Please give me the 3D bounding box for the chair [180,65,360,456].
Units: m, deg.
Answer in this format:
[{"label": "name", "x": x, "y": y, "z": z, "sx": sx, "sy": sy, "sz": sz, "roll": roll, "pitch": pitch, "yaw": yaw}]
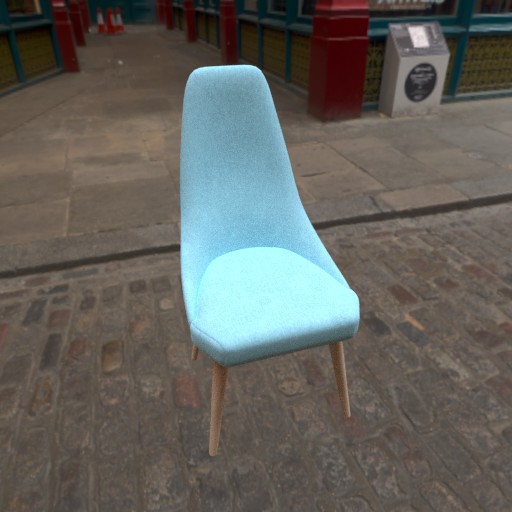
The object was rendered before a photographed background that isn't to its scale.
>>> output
[{"label": "chair", "x": 0.000, "y": 0.000, "z": 1.414, "sx": 0.510, "sy": 1.040, "sz": 0.660, "roll": -10, "pitch": 33, "yaw": -15}]
